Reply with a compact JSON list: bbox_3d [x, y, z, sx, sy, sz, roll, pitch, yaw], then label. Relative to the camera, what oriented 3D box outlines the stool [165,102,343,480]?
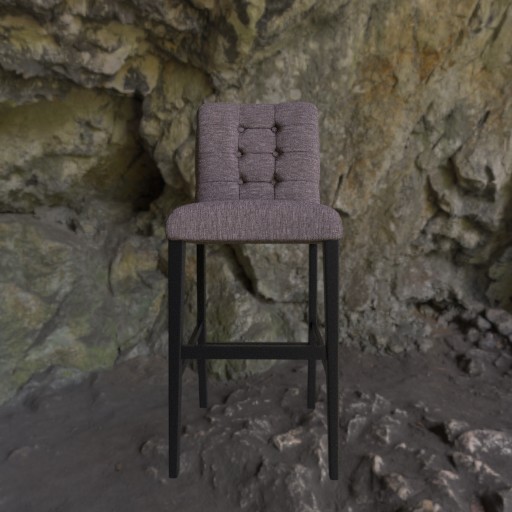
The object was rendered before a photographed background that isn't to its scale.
[{"bbox_3d":[0.000,0.000,1.412,0.452,1.131,0.613,0,1,1],"label":"stool"}]
